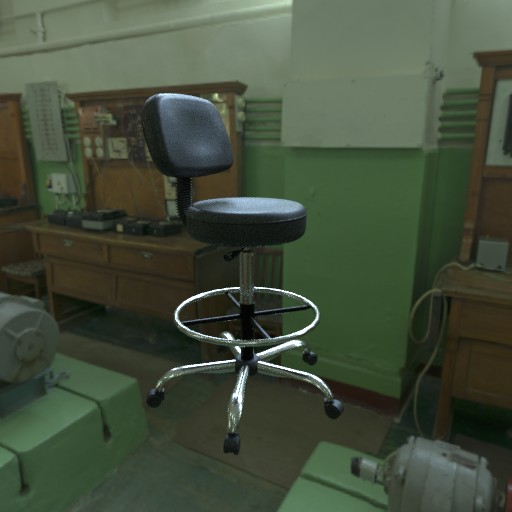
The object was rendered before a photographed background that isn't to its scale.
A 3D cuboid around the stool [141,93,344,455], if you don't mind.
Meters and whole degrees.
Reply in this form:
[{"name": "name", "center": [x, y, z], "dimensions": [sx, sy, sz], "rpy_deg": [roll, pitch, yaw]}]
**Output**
[{"name": "stool", "center": [0.000, 0.000, 1.521], "dimensions": [0.658, 1.069, 0.694], "rpy_deg": [7, 16, 26]}]
